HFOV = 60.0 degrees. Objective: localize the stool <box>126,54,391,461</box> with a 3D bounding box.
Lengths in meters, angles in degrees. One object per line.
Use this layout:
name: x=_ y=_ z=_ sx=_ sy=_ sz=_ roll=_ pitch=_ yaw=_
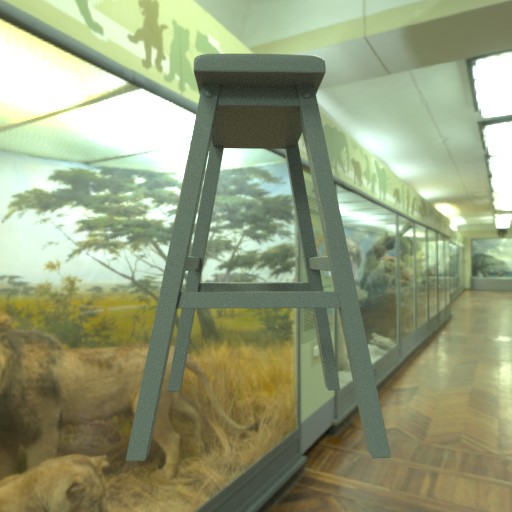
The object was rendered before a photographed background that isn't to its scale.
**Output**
stool: x=0.000 y=0.000 z=1.028 sx=0.476 sy=0.737 sz=0.457 roll=0 pitch=-1 yaw=-2
